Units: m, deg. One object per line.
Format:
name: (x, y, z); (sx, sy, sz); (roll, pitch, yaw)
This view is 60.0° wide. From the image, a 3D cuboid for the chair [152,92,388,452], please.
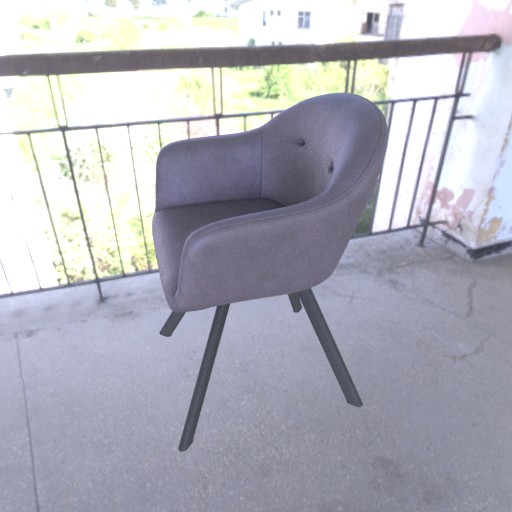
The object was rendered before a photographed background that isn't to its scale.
chair: (0.000, 0.000, 1.174); (0.544, 0.781, 0.567); (-9, 32, -14)
